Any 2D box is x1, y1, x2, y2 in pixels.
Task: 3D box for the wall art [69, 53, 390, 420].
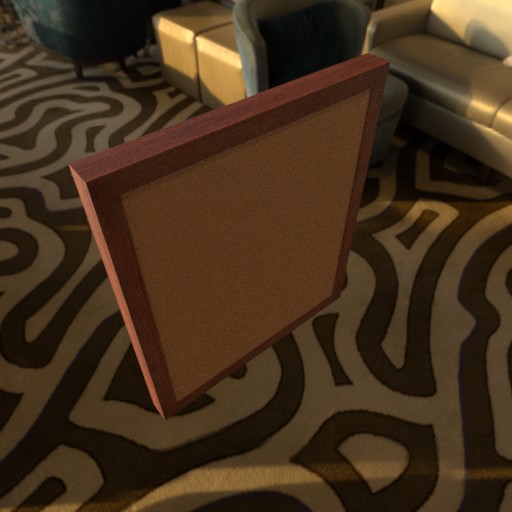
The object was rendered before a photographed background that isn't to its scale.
[{"bbox_3d":[0.000,0.000,0.526,0.330,0.381,0.030,-30,53,-26],"label":"wall art"}]
